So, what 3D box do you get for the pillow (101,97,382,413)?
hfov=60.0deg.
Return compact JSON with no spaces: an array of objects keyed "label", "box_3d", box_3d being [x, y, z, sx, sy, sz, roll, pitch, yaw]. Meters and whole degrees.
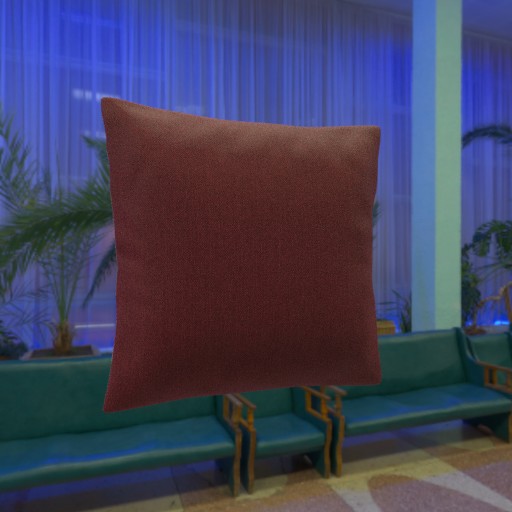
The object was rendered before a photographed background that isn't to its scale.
[{"label":"pillow","box_3d":[0.000,0.000,0.776,0.513,0.497,0.166,0,0,-18]}]
